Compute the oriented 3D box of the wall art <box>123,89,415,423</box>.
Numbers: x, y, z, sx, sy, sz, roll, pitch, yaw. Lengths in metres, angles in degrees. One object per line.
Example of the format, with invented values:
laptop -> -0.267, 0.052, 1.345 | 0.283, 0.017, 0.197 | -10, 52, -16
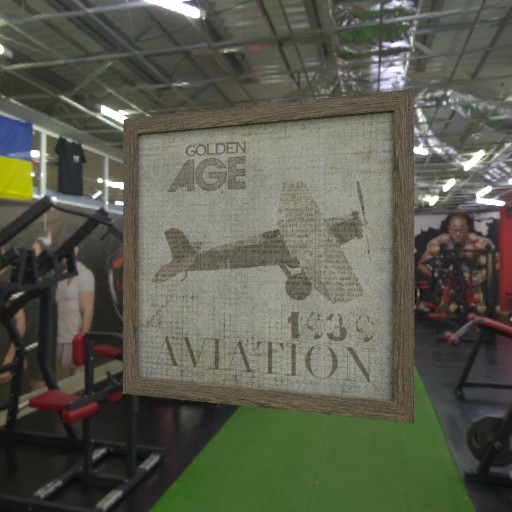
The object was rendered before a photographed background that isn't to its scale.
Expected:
wall art -> 0.000, 0.000, 0.755 | 0.508, 0.508, 0.019 | 0, 0, 17
